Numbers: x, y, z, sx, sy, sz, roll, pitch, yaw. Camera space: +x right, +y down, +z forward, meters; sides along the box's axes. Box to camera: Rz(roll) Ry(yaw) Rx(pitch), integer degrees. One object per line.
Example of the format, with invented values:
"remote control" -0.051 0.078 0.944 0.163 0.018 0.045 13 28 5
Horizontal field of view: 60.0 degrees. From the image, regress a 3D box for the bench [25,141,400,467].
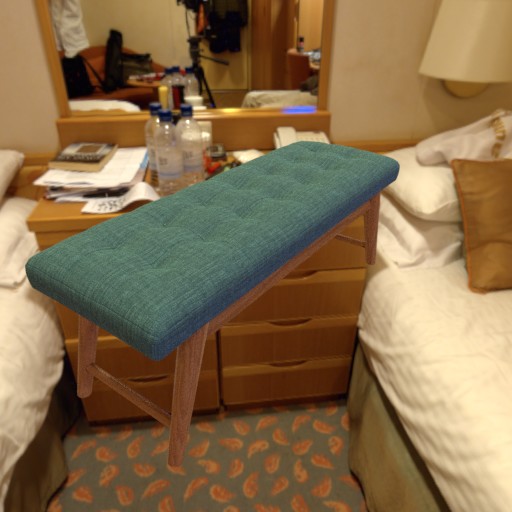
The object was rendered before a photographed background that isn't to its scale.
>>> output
"bench" 0.000 0.000 1.302 0.406 0.432 1.118 20 36 31
